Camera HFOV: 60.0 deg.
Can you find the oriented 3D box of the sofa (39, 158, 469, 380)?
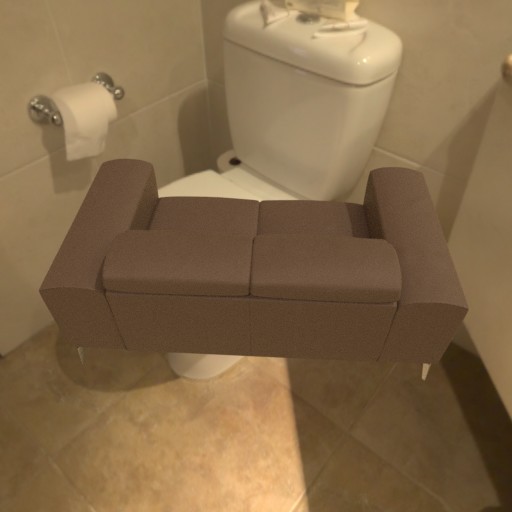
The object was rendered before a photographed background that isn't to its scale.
[{"bbox_3d":[0.000,0.000,2.412,1.895,0.779,1.003,2,47,2],"label":"sofa"}]
